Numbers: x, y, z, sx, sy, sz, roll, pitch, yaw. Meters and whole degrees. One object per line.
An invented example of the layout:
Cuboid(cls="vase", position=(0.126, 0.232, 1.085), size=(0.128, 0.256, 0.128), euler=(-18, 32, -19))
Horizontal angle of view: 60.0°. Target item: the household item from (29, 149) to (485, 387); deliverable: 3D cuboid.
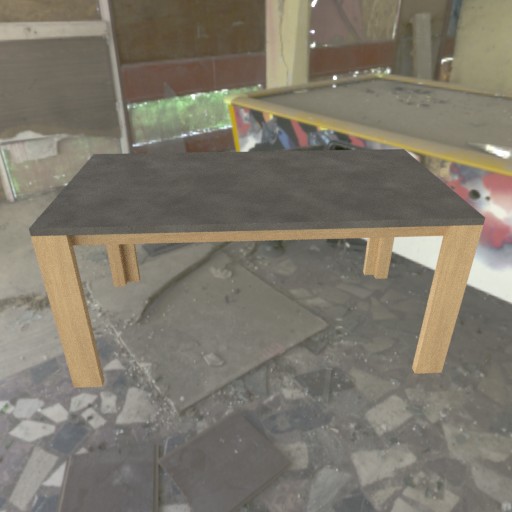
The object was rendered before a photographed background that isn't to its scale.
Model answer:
Cuboid(cls="household item", position=(0.000, 0.000, 2.106), size=(1.600, 0.755, 0.850), euler=(-2, 30, -3))
